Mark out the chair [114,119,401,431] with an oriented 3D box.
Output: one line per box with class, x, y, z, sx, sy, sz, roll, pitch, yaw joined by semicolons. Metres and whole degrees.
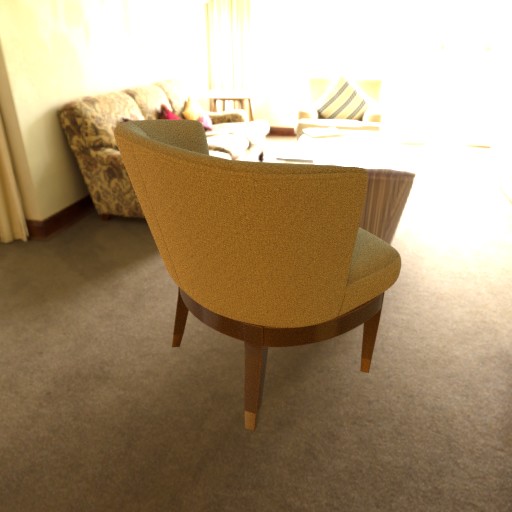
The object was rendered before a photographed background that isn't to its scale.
chair;0.000;0.000;1.289;0.660;0.760;0.700;-18;32;-32
